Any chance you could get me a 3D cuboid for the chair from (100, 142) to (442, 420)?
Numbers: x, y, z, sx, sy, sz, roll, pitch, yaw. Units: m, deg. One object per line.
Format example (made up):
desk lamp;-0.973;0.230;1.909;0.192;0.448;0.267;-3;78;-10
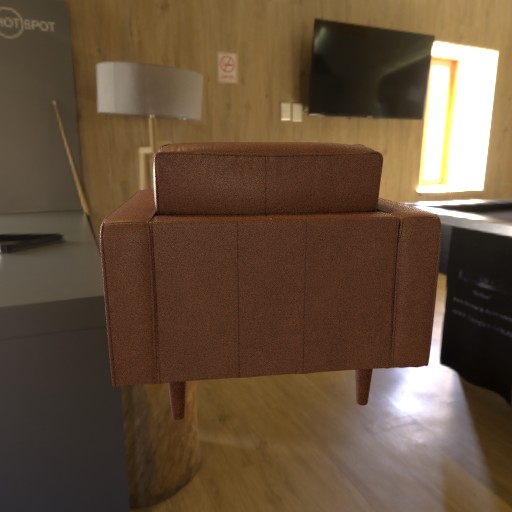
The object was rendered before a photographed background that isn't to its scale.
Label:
chair;0.000;0.000;1.570;0.920;0.770;0.900;-2;13;-8
